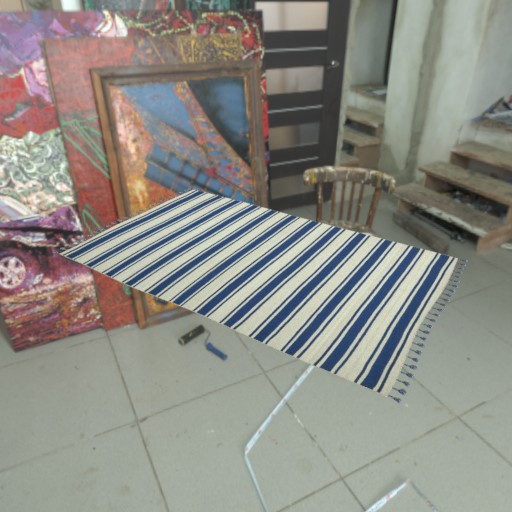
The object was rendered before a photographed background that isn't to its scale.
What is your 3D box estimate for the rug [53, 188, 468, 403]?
[{"bbox_3d":[0.000,0.000,2.580,2.108,0.009,1.248,18,34,28],"label":"rug"}]
